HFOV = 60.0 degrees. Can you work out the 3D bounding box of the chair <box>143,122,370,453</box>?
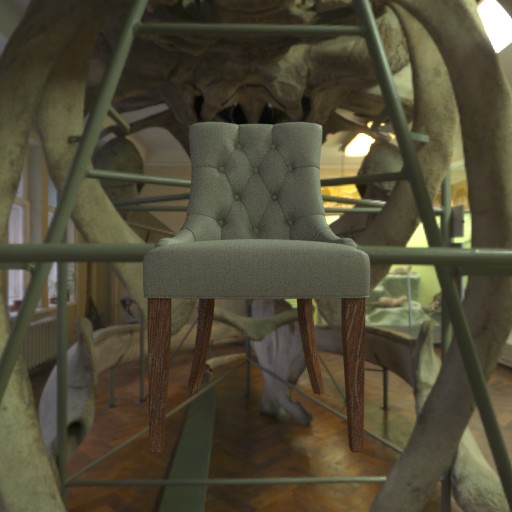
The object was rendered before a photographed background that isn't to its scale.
[{"bbox_3d":[0.000,0.000,1.226,0.509,0.874,0.565,0,0,0],"label":"chair"}]
